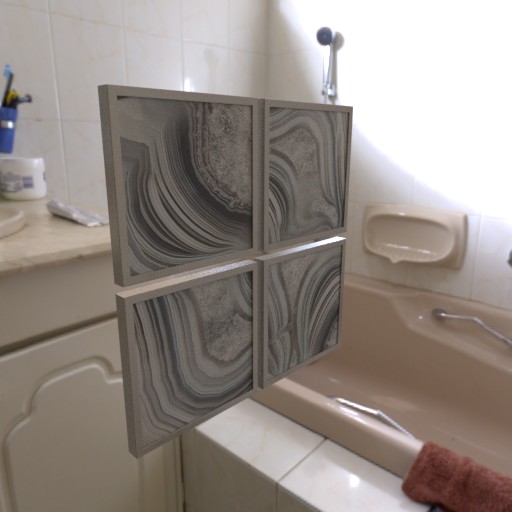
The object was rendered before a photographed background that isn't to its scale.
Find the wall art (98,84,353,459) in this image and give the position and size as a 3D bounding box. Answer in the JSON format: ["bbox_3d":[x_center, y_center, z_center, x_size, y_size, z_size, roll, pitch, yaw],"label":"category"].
[{"bbox_3d":[0.000,0.000,0.910,0.611,0.611,0.029,-14,20,-43],"label":"wall art"}]
